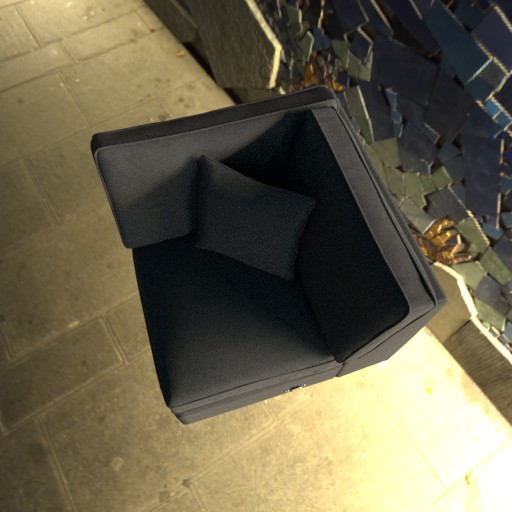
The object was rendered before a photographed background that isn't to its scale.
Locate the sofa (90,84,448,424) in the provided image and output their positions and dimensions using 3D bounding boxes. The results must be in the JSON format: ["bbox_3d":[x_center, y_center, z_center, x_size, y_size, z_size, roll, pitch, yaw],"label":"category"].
[{"bbox_3d":[0.000,0.000,1.970,1.084,1.002,1.146,-16,63,-8],"label":"sofa"}]
